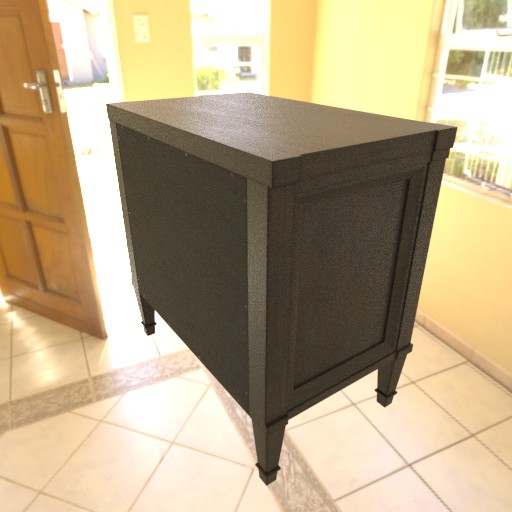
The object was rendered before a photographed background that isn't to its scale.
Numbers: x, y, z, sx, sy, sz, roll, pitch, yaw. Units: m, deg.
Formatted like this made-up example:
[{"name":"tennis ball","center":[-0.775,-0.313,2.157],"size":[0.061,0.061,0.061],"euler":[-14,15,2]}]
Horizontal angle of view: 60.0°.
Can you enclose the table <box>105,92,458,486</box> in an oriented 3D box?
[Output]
[{"name":"table","center":[0.000,0.000,1.065],"size":[0.413,0.660,0.660],"euler":[-17,31,-31]}]
